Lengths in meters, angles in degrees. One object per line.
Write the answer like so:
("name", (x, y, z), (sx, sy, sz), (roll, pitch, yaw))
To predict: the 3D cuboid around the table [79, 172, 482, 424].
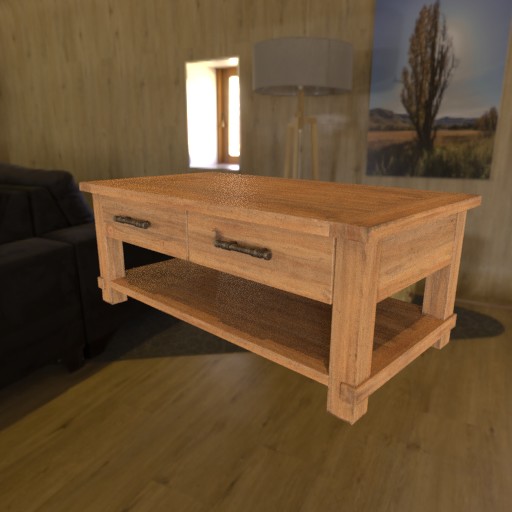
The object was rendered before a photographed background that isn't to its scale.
("table", (0.000, 0.000, 1.609), (1.270, 0.494, 0.693), (14, 21, 42))
